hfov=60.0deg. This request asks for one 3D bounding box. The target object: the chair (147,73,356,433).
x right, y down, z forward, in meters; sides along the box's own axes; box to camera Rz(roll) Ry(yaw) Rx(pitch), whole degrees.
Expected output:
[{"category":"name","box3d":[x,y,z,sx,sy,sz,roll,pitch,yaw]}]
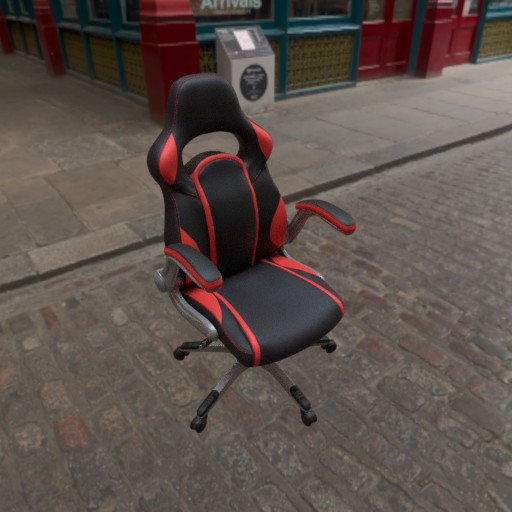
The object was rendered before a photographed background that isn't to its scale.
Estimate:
[{"category":"chair","box3d":[0.000,0.000,1.610,0.758,1.165,0.712,-22,37,-32]}]
